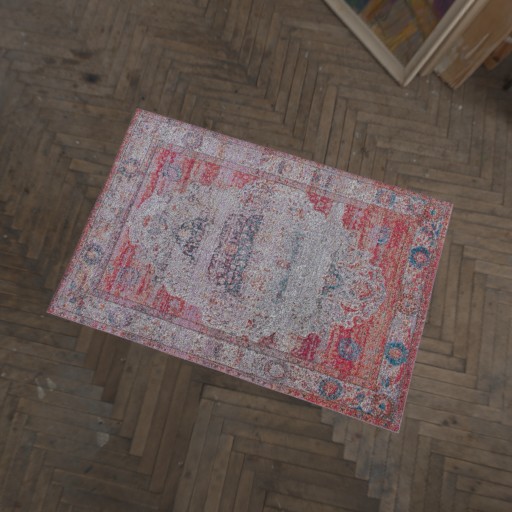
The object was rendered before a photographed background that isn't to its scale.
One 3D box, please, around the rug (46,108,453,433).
[{"bbox_3d":[0.000,0.000,2.306,1.829,0.006,1.219,18,77,4],"label":"rug"}]
